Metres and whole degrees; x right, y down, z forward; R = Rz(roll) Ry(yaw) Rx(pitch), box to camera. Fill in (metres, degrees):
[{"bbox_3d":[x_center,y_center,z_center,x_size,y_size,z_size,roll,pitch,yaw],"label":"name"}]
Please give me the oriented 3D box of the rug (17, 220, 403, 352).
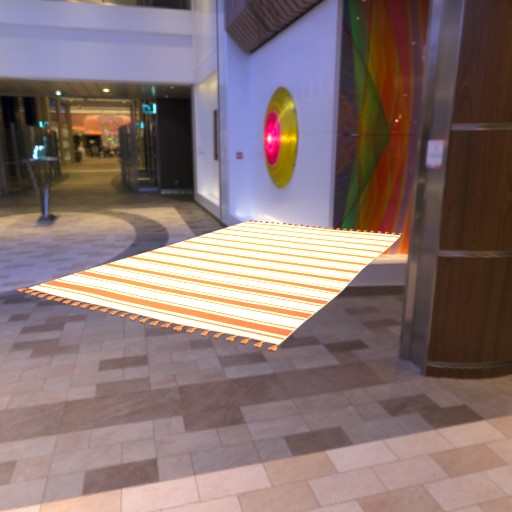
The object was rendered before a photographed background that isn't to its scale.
[{"bbox_3d":[0.000,0.000,2.508,1.232,0.017,2.092,7,16,27],"label":"rug"}]
